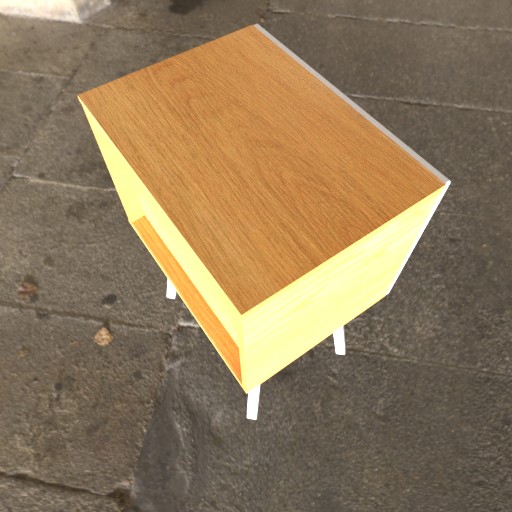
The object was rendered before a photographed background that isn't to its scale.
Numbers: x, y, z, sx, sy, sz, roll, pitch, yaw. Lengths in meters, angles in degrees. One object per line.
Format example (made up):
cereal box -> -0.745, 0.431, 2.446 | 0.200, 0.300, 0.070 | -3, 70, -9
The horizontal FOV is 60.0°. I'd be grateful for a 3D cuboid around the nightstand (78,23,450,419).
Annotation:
nightstand -> 0.000, 0.000, 0.824 | 0.316, 0.601, 0.400 | -31, 63, -18
